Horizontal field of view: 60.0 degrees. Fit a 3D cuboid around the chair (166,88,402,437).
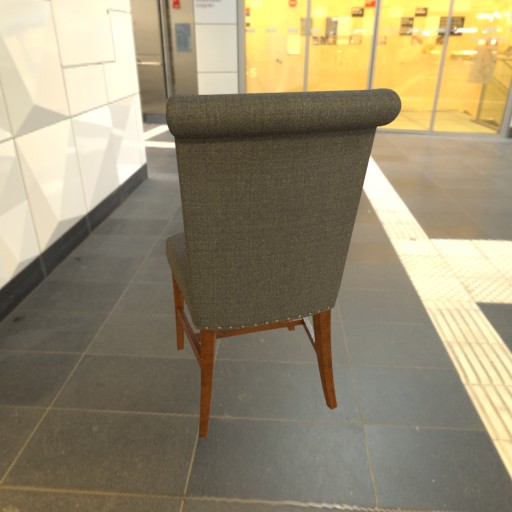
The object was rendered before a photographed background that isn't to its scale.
[{"bbox_3d":[0.000,0.000,1.347,0.513,0.988,0.608,-7,27,-14],"label":"chair"}]
